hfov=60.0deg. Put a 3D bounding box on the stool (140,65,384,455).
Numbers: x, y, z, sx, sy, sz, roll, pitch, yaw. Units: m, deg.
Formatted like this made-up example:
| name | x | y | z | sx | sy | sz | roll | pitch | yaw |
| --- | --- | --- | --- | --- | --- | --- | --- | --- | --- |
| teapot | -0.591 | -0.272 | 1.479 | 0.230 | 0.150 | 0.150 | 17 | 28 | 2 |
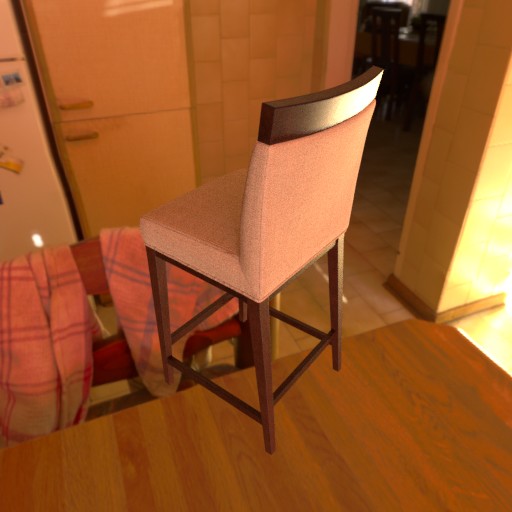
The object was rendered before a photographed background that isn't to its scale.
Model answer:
| name | x | y | z | sx | sy | sz | roll | pitch | yaw |
| --- | --- | --- | --- | --- | --- | --- | --- | --- | --- |
| stool | 0.000 | 0.000 | 1.289 | 0.480 | 1.011 | 0.463 | 23 | 39 | 31 |
